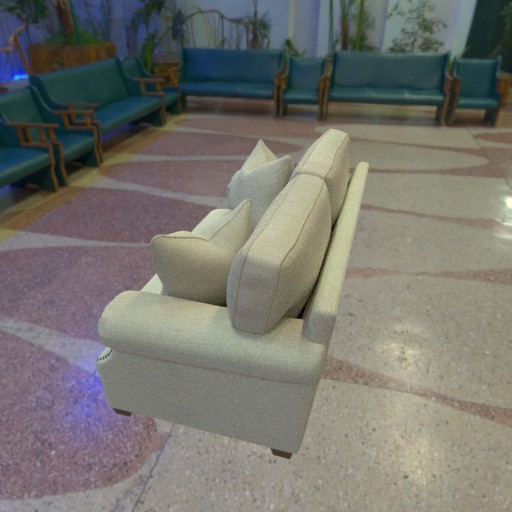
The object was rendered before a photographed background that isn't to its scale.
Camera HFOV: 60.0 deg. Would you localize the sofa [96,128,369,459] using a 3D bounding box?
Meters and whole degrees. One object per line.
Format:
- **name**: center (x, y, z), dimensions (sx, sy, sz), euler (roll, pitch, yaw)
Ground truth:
- **sofa**: center (0.000, 0.000, 2.271), dimensions (0.966, 0.966, 1.701), euler (8, 31, 14)
